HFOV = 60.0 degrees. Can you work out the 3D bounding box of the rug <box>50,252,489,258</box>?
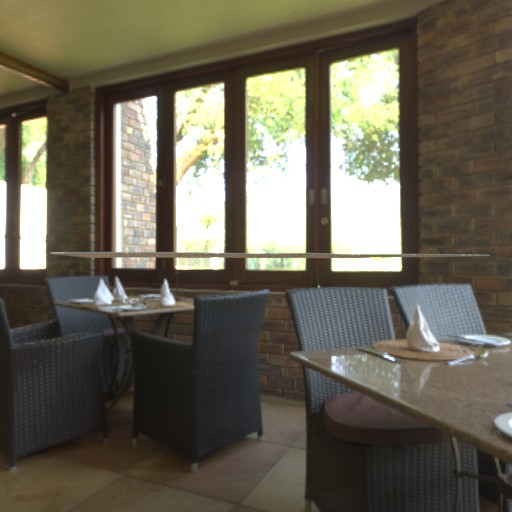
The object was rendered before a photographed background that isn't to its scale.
[{"bbox_3d":[0.000,0.000,2.761,2.133,0.013,1.522,0,-1,-16],"label":"rug"}]
